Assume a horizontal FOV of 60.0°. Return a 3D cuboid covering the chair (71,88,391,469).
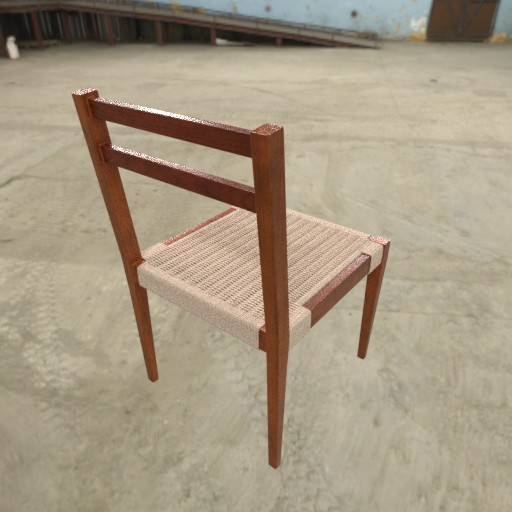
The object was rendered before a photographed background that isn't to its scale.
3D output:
[{"bbox_3d":[0.000,0.000,1.160,0.495,0.851,0.569,22,37,32],"label":"chair"}]
